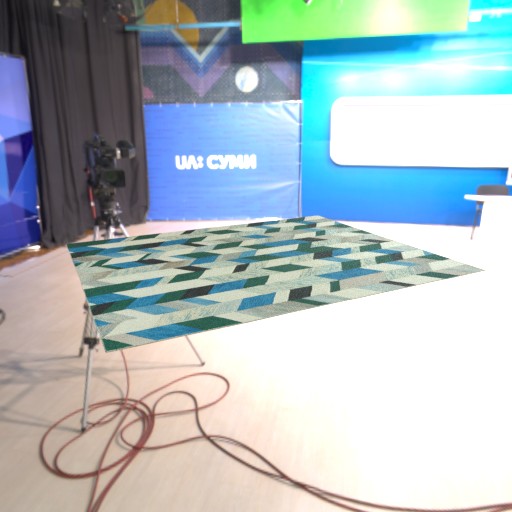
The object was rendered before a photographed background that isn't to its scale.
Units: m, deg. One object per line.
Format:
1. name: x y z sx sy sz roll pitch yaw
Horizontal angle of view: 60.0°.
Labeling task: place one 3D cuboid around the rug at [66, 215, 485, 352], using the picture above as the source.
1. rug: 0.000 0.000 4.055 3.036 0.008 2.440 -8 19 -25
